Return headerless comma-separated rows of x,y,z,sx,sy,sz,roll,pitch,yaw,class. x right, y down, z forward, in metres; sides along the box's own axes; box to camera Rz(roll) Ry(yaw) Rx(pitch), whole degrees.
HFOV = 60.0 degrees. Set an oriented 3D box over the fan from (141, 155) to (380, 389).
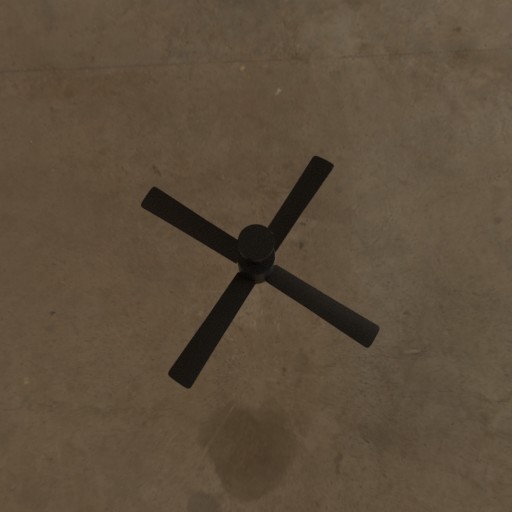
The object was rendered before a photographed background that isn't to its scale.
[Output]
0.000,0.000,2.319,1.525,0.534,1.525,32,78,8,fan
